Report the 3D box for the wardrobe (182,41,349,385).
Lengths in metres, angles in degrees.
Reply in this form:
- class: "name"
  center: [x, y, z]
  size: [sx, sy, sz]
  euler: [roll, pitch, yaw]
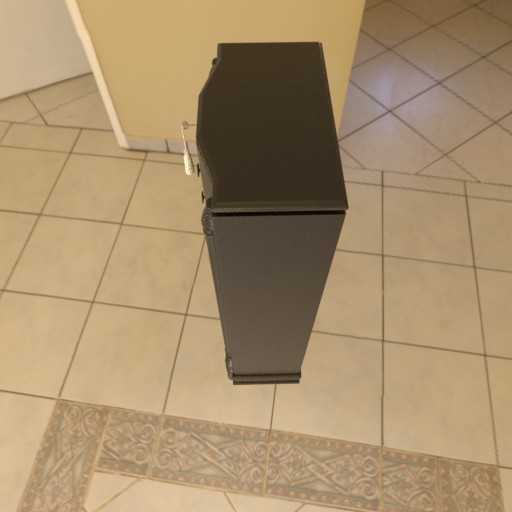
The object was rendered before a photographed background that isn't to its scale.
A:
- class: "wardrobe"
  center: [0.000, 0.000, 1.231]
  size: [0.295, 1.011, 0.444]
  euler: [-1, 59, -1]
